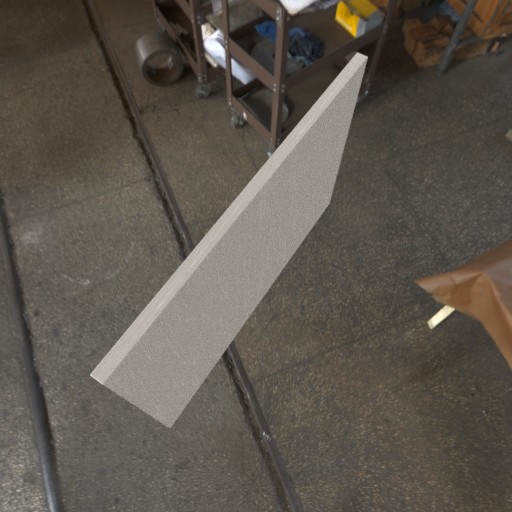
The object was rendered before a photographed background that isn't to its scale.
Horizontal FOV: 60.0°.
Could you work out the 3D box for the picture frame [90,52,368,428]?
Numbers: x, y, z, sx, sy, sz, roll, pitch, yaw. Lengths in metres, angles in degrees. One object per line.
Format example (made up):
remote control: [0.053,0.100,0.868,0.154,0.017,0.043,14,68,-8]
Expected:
picture frame: [0.000,0.000,1.198,0.029,0.640,0.950,31,67,15]
